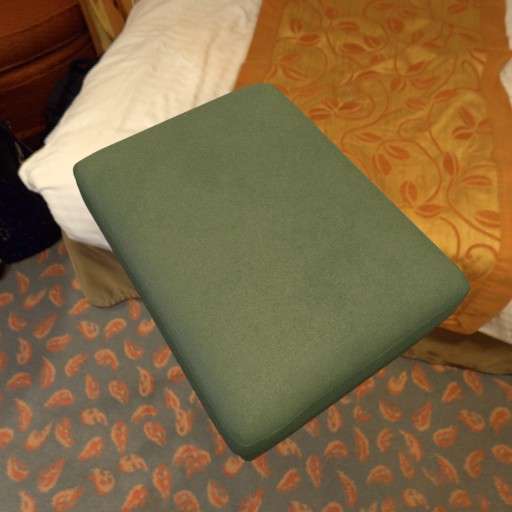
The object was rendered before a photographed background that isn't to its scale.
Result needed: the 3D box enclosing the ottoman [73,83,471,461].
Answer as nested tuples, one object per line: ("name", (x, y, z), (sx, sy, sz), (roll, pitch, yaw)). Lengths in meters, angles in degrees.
("ottoman", (0.000, 0.000, 1.141), (0.608, 0.449, 0.811), (-30, 64, -16))
